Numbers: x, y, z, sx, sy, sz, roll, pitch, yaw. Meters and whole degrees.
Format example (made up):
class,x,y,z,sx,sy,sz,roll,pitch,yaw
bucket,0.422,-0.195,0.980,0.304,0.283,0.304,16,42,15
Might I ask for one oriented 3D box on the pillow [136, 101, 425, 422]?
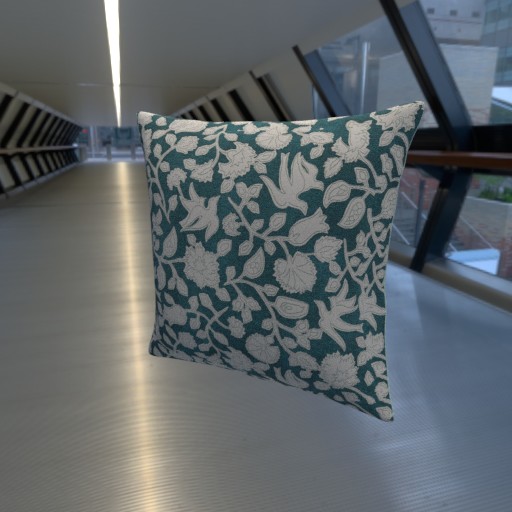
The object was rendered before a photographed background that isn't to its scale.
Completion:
class,x,y,z,sx,sy,sz,roll,pitch,yaw
pillow,0.000,0.000,0.794,0.525,0.508,0.166,8,17,27
